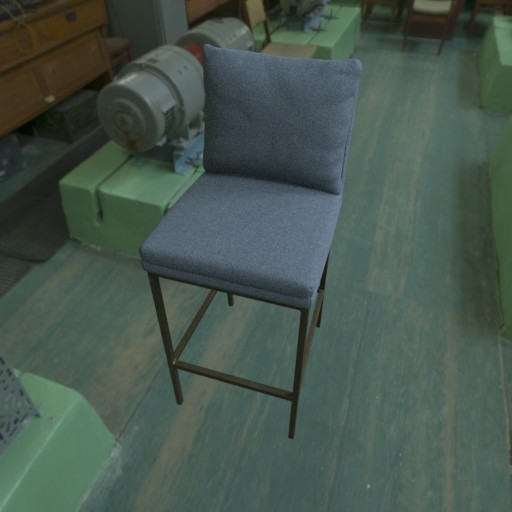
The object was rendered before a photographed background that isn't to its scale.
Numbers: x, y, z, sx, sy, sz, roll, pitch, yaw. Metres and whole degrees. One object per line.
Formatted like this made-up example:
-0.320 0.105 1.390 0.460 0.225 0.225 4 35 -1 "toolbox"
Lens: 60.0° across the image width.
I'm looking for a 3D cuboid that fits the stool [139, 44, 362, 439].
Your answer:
0.000 0.000 1.404 0.463 1.130 0.569 12 43 13 "stool"
